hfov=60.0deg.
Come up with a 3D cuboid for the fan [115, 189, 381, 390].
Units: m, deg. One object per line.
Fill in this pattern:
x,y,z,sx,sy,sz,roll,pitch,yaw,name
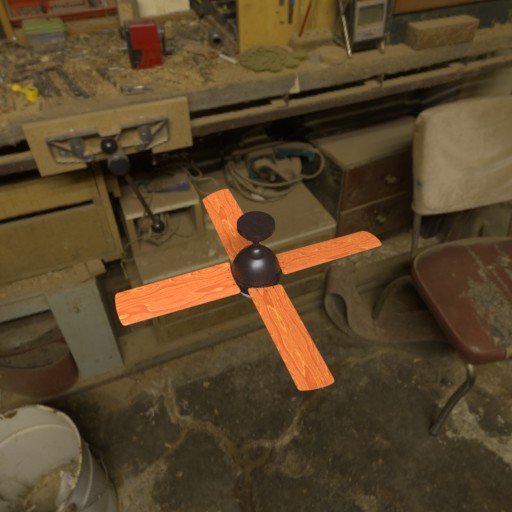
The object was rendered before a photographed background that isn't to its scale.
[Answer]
0.000,0.000,2.076,1.332,0.403,1.332,-15,47,-15,fan
